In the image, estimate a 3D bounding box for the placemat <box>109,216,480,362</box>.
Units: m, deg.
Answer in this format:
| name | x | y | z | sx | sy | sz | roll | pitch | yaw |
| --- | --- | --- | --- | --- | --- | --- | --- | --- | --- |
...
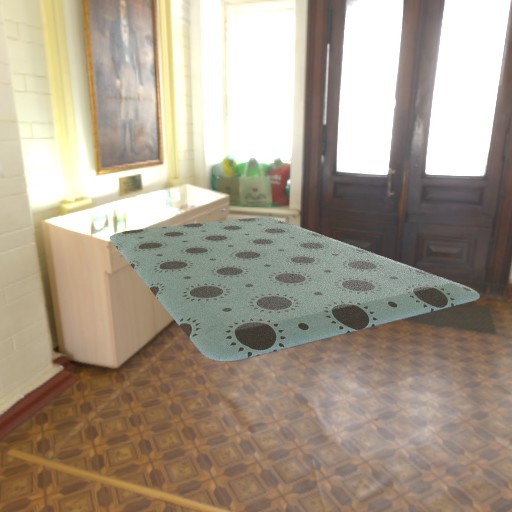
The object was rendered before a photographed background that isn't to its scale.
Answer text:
| name | x | y | z | sx | sy | sz | roll | pitch | yaw |
| --- | --- | --- | --- | --- | --- | --- | --- | --- | --- |
| placemat | 0.000 | 0.000 | 0.970 | 0.508 | 0.021 | 0.762 | -8 | 18 | -26 |
